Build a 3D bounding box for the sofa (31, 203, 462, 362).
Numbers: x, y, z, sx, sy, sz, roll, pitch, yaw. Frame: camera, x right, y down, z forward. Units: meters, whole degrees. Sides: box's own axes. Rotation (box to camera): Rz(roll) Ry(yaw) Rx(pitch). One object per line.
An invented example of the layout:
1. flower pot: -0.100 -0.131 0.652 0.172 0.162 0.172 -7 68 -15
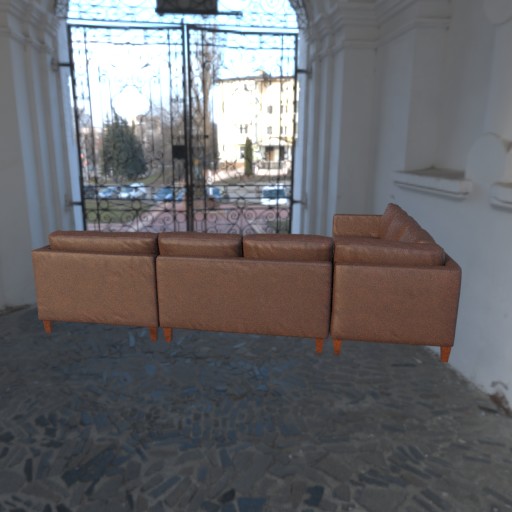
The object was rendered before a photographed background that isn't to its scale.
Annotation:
1. sofa: 0.000 0.000 4.712 3.460 0.923 2.593 2 14 9
